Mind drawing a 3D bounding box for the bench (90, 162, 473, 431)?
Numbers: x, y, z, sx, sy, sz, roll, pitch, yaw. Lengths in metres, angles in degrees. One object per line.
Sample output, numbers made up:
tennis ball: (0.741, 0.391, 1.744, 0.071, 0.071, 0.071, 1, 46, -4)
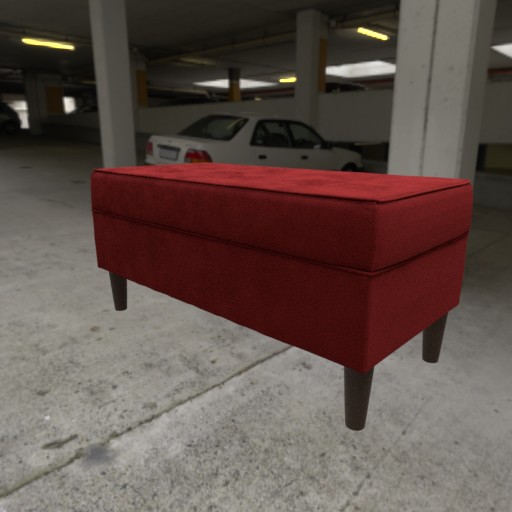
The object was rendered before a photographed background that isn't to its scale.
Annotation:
bench: (0.000, 0.000, 1.281, 1.016, 0.471, 0.492, 14, 21, 41)
